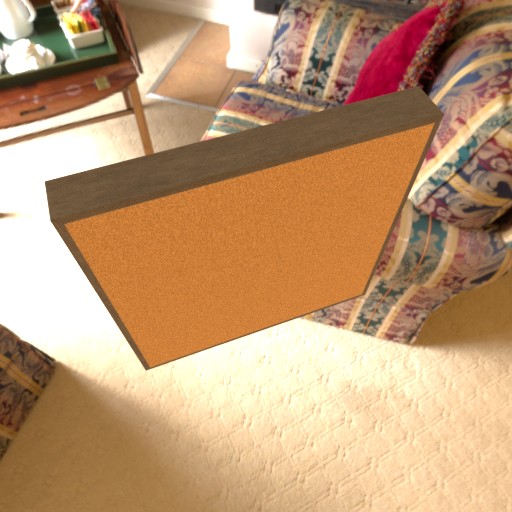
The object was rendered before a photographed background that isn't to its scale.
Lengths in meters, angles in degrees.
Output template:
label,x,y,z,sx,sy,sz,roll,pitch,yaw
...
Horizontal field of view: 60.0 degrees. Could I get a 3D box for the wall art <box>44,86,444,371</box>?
label,x,y,z,sx,sy,sz,roll,pitch,yaw
wall art,0.000,0.000,0.456,0.303,0.302,0.038,-17,59,-11
